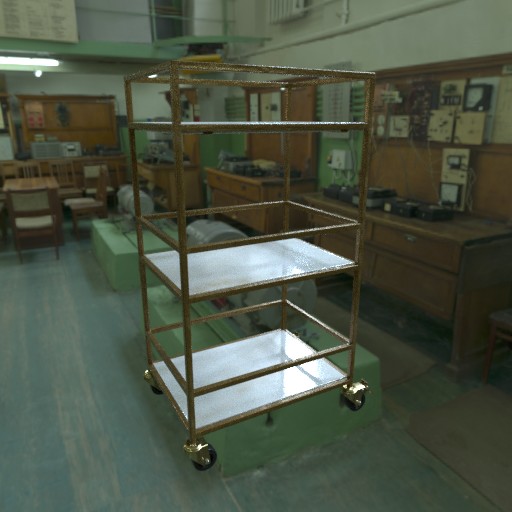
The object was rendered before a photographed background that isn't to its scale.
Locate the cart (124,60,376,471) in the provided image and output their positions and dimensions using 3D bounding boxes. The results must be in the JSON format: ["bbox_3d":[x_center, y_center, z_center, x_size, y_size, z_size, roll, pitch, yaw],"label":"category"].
[{"bbox_3d":[0.000,0.000,1.004,0.483,0.761,0.332,-9,20,-27],"label":"cart"}]
